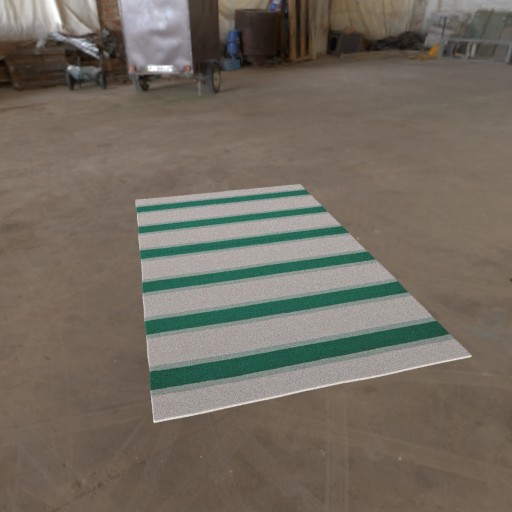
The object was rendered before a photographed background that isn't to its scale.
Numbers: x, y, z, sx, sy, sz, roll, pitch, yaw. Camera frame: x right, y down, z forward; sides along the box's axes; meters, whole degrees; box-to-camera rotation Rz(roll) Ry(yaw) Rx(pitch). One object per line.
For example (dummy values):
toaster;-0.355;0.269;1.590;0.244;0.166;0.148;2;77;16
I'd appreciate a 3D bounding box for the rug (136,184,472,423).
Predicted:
rug;0.000;0.000;2.997;1.521;0.015;2.436;-8;31;-13
